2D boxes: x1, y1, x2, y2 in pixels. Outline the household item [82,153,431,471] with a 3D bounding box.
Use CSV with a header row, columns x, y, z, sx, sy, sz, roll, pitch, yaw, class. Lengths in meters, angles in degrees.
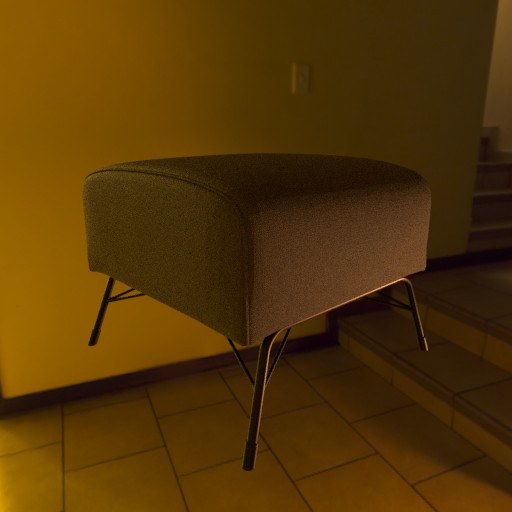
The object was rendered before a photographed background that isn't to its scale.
x,y,z,sx,sy,sz,roll,pitch,yaw,class
0.000,0.000,0.913,0.530,0.410,0.530,-14,21,-41,household item
